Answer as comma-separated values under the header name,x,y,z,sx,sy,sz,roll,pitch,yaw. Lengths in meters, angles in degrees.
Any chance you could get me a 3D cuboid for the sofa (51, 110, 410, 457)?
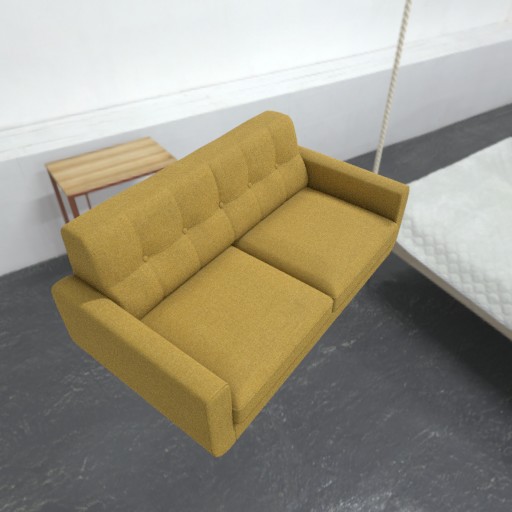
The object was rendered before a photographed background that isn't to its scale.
name,x,y,z,sx,sy,sz,roll,pitch,yaw
sofa,0.000,0.000,2.192,0.909,0.841,1.631,27,49,27
